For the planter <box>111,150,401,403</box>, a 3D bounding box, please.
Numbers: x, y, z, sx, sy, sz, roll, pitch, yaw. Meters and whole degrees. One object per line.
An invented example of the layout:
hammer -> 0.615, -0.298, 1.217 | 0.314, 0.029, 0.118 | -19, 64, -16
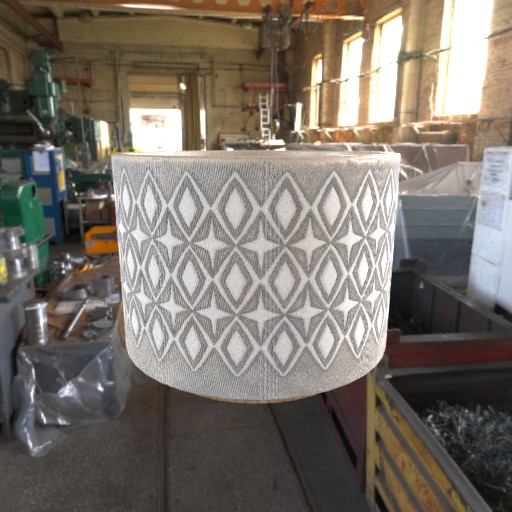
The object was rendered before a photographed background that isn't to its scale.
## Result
planter -> 0.000, 0.000, 0.279 | 0.164, 0.127, 0.164 | 0, 14, 0
